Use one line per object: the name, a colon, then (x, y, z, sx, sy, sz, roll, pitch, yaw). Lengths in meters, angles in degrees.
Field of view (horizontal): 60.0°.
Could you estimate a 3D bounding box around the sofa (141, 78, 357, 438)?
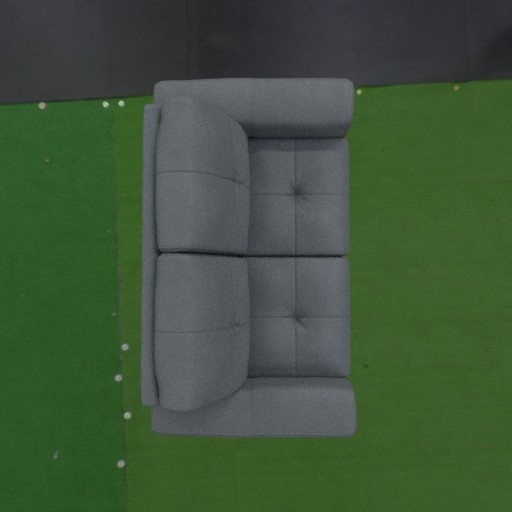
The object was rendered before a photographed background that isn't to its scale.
sofa: (0.000, 0.000, 2.273, 1.018, 0.907, 1.806, 0, 88, 0)
